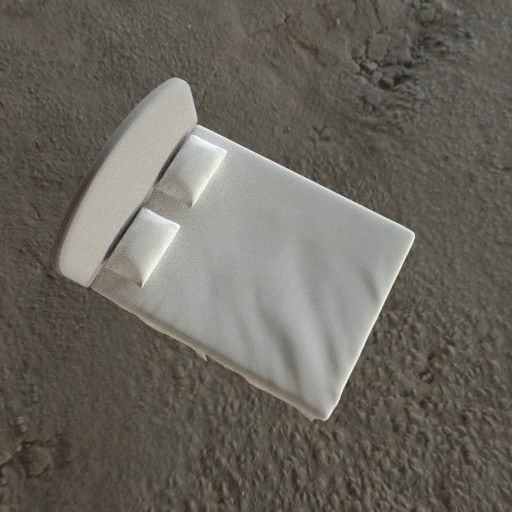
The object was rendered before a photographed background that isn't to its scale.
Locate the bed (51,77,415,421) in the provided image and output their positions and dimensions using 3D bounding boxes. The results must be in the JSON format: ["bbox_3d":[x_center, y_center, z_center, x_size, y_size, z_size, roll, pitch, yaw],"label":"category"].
[{"bbox_3d":[0.000,0.000,3.105,2.005,1.410,1.607,28,77,7],"label":"bed"}]
